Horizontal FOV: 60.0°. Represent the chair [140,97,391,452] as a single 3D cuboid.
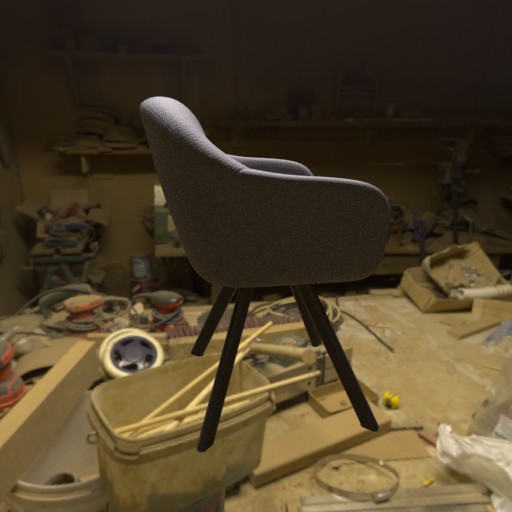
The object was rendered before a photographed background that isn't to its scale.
[{"bbox_3d":[0.000,0.000,1.182,0.550,0.795,0.590,-3,16,-9],"label":"chair"}]
